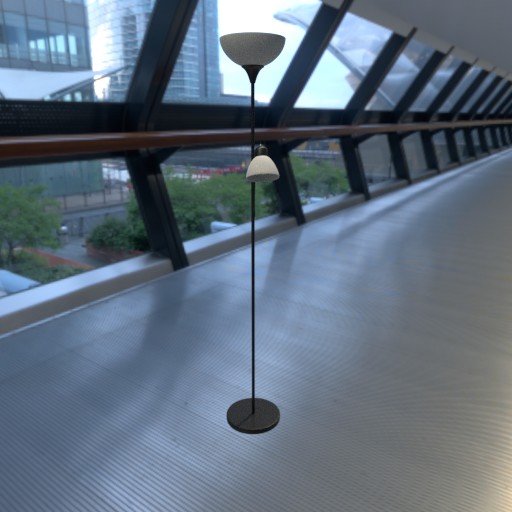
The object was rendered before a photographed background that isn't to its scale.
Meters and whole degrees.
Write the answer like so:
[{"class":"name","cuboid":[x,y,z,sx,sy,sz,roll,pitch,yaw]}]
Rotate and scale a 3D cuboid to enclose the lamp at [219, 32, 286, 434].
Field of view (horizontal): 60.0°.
[{"class":"lamp","cuboid":[0.000,0.000,1.985,0.279,1.804,0.442,-3,16,-9]}]
